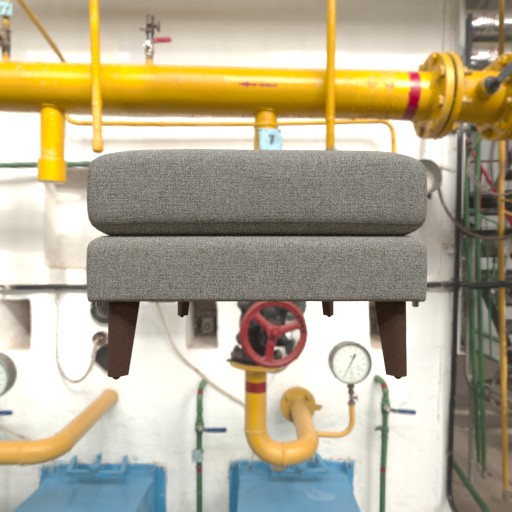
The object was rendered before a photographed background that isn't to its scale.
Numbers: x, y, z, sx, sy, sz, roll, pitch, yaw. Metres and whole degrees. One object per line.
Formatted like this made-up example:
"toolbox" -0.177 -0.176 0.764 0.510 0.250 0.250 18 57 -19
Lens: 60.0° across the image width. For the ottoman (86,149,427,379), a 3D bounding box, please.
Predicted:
"ottoman" 0.000 0.000 1.179 0.611 0.441 0.821 0 1 0
